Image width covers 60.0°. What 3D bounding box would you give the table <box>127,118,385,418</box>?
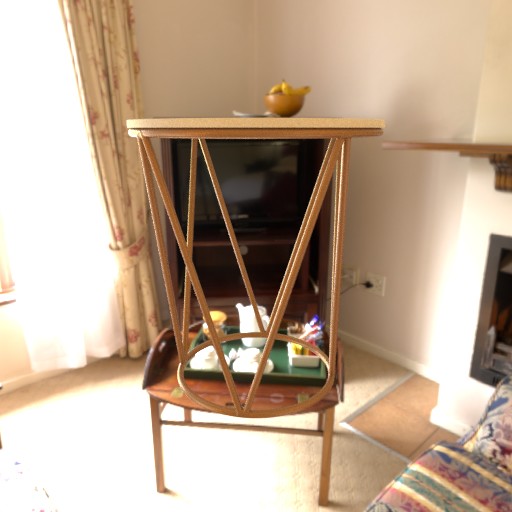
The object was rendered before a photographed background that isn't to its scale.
[{"bbox_3d":[0.000,0.000,0.966,0.500,0.564,0.500,0,16,0],"label":"table"}]
